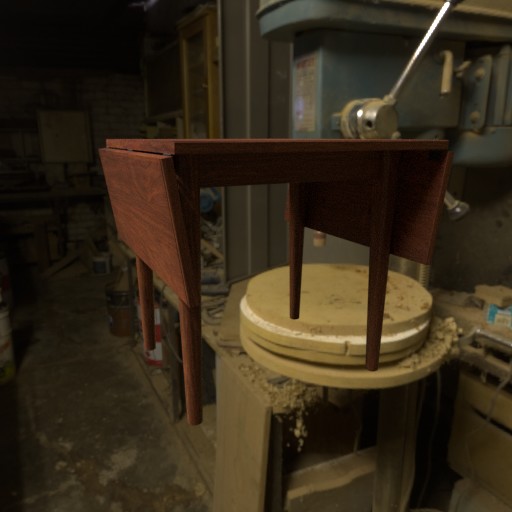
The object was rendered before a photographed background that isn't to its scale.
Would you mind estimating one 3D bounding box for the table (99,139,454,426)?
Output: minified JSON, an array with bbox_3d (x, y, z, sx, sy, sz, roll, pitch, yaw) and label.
[{"bbox_3d":[0.000,0.000,1.501,0.843,0.763,0.812,-8,17,-26],"label":"table"}]
